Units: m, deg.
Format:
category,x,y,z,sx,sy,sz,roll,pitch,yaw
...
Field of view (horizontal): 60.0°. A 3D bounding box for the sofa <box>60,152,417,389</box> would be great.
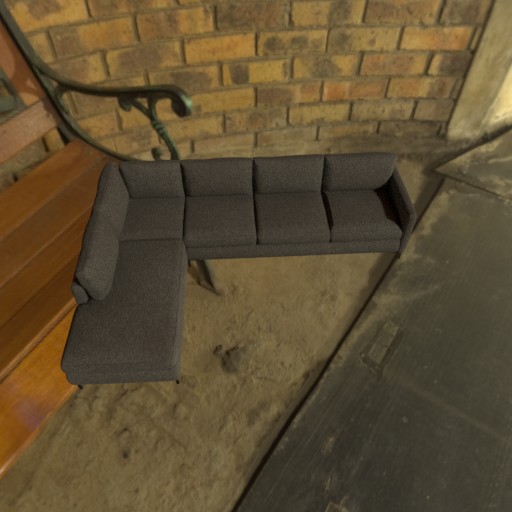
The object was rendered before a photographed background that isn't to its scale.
category,x,y,z,sx,sy,sz,roll,pitch,yaw
sofa,0.000,0.000,3.865,2.949,0.815,2.007,-3,48,-2
